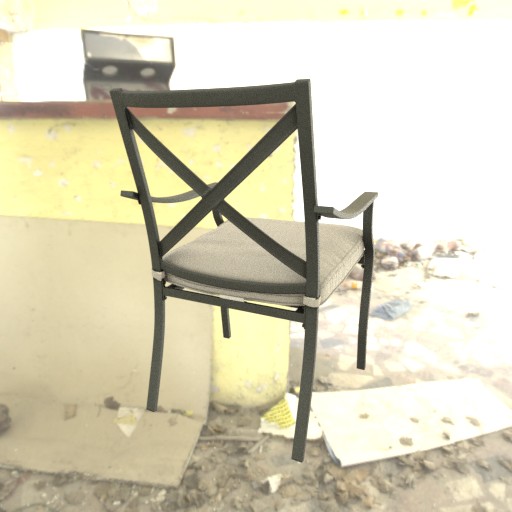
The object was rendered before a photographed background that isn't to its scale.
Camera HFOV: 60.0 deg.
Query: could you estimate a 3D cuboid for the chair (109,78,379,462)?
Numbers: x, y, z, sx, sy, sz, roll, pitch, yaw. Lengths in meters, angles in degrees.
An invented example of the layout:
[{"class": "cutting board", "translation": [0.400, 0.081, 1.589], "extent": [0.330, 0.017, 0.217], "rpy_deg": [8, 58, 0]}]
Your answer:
[{"class": "chair", "translation": [0.000, 0.000, 1.283], "extent": [0.575, 0.889, 0.620], "rpy_deg": [8, 18, 25]}]
